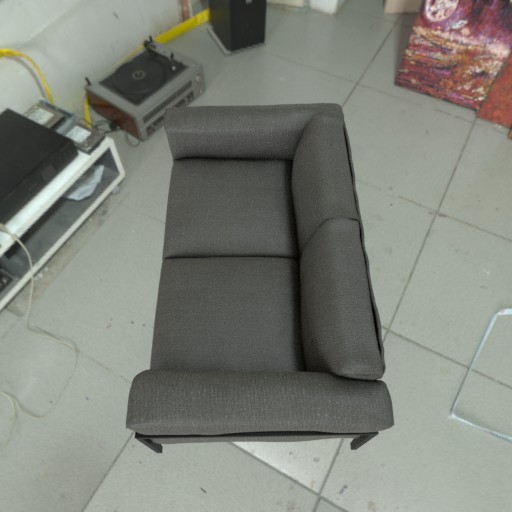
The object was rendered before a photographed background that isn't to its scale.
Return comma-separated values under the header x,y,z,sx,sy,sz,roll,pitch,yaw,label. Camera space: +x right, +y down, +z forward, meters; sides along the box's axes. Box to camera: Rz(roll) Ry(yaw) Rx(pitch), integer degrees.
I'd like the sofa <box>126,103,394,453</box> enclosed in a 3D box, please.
x,y,z,sx,sy,sz,roll,pitch,yaw,label
0.000,0.000,2.159,0.960,0.656,1.690,-1,59,0,sofa
